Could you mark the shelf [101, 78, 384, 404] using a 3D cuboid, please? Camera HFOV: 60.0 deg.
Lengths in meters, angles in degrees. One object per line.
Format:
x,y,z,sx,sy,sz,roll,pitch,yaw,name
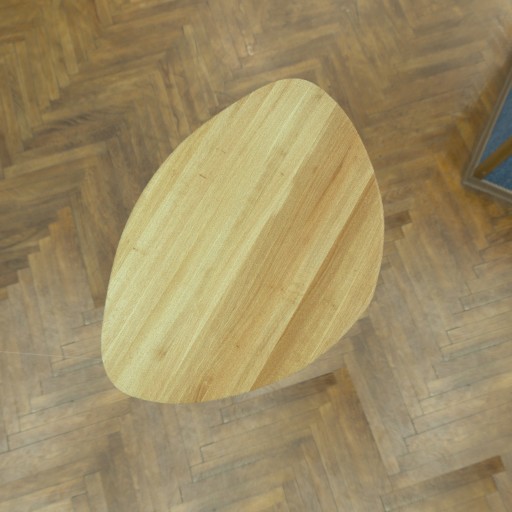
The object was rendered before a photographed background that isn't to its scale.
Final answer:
0.000,0.000,1.686,0.845,0.440,1.246,29,77,7,shelf
